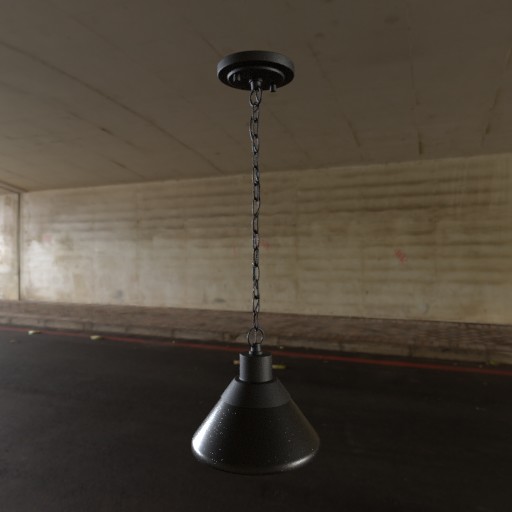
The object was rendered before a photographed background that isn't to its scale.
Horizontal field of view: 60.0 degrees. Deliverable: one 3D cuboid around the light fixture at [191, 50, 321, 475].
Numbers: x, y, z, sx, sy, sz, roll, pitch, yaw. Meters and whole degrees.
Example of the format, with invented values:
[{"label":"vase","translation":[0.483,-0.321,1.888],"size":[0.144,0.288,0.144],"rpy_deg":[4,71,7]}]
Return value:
[{"label":"light fixture","translation":[0.000,0.000,0.694],"size":[0.201,0.588,0.201],"rpy_deg":[0,0,-36]}]
